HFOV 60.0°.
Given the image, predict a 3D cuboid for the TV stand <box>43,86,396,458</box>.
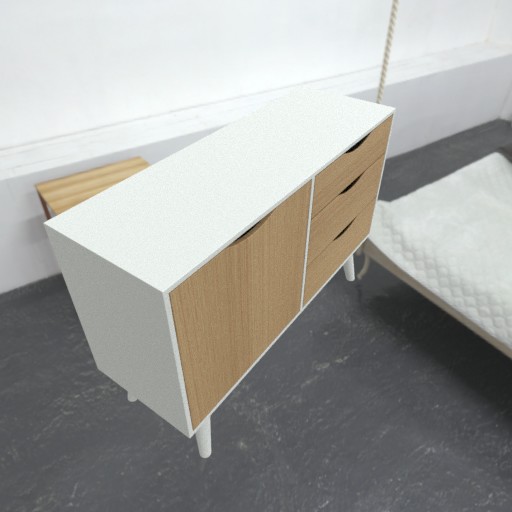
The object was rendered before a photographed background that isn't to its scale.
[{"bbox_3d":[0.000,0.000,1.610,0.406,0.812,1.193,25,46,27],"label":"TV stand"}]
